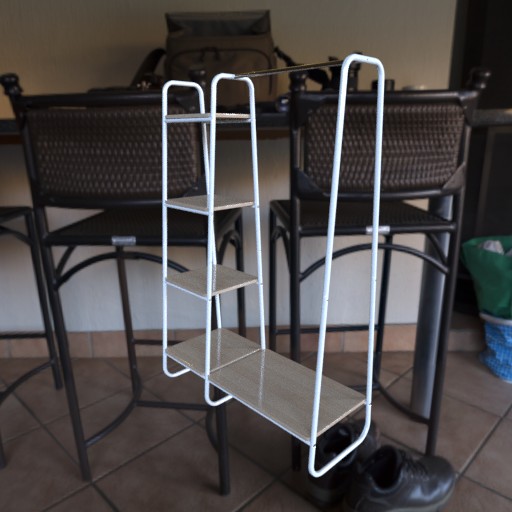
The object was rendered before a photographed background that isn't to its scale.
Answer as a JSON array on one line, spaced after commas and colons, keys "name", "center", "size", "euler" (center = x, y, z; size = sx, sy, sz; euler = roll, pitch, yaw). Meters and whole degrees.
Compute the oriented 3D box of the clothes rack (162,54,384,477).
[{"name": "clothes rack", "center": [0.000, 0.000, 1.935], "size": [0.400, 1.500, 1.011], "euler": [-14, 21, -42]}]
